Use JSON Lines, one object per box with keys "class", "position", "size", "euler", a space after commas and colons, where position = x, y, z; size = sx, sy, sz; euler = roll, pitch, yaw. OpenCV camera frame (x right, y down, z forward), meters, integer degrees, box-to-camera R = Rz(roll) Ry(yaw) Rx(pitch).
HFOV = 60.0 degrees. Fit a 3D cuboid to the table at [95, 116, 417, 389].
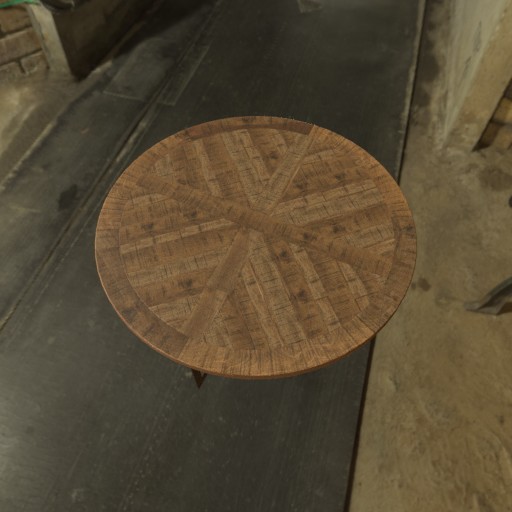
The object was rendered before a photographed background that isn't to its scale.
{"class": "table", "position": [0.000, 0.000, 1.985], "size": [1.264, 0.516, 1.264], "euler": [0, 57, 0]}
